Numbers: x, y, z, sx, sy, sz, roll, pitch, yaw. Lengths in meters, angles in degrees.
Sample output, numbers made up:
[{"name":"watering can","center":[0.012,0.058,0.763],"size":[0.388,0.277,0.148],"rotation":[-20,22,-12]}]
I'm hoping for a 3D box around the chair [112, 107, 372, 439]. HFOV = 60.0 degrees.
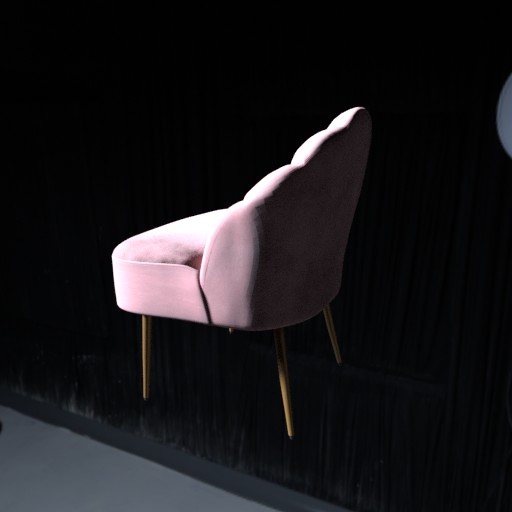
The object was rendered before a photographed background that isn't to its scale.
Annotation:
[{"name":"chair","center":[0.000,0.000,1.305],"size":[0.599,0.819,0.657],"rotation":[8,18,26]}]
